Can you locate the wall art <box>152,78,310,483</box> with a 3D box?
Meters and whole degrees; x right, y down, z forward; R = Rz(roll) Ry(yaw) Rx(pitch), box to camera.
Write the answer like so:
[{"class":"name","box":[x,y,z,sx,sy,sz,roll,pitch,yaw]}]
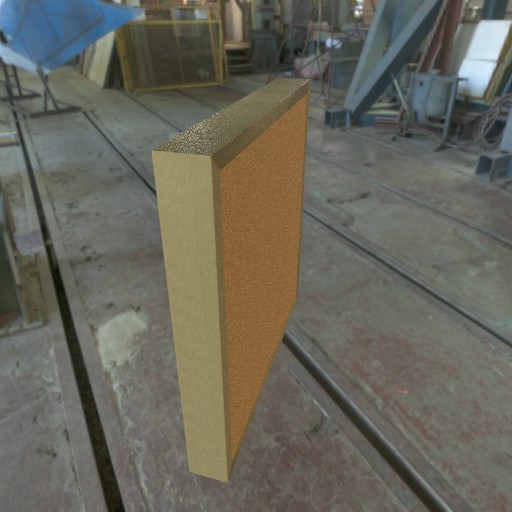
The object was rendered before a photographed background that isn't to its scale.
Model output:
[{"class":"wall art","box":[0.000,0.000,0.461,0.038,0.305,0.304,8,31,14]}]
